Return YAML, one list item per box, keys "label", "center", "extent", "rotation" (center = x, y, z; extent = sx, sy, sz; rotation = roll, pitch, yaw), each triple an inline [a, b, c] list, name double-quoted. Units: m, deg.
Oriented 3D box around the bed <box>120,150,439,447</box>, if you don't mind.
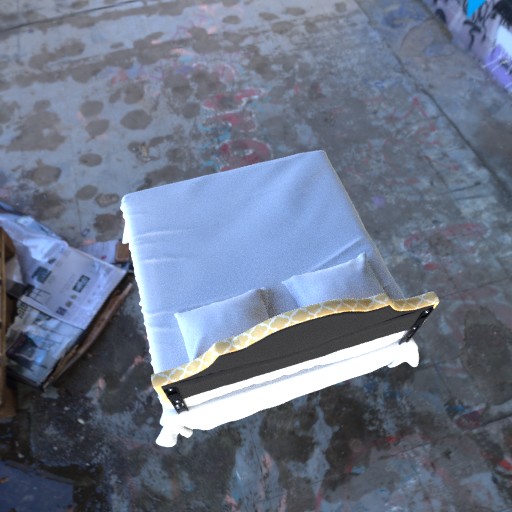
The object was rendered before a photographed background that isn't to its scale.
- label: "bed"
  center: [0.000, 0.000, 3.698]
  extent: [2.314, 1.601, 2.222]
  rotation: [-15, 59, -9]
